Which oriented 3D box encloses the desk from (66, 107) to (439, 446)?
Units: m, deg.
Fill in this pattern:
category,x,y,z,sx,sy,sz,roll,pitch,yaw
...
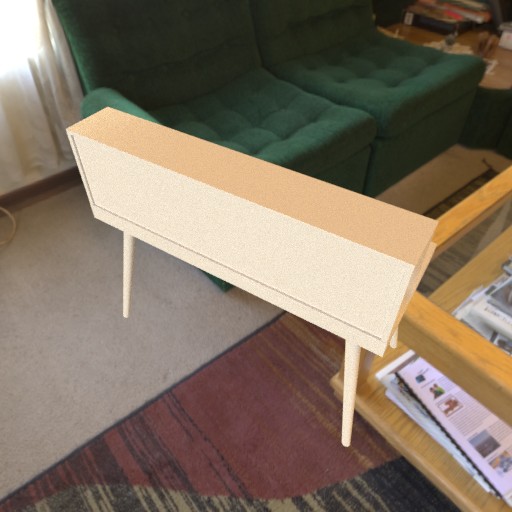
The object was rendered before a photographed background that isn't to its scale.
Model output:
category,x,y,z,sx,sy,sz,roll,pitch,yaw
desk,0.000,0.000,1.761,1.199,0.990,0.559,24,50,22
